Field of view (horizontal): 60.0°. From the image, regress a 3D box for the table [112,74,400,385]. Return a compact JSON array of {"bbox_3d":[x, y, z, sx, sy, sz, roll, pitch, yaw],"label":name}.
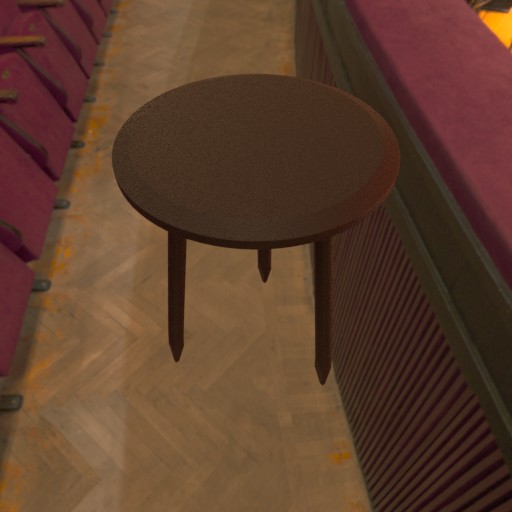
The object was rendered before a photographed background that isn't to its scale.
[{"bbox_3d":[0.000,0.000,0.928,0.457,0.585,0.457,0,48,0],"label":"table"}]
